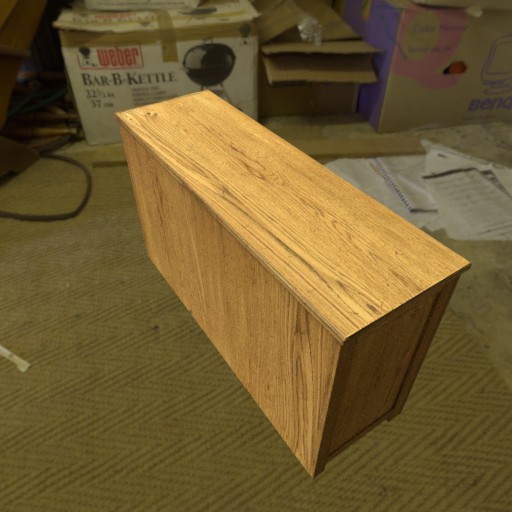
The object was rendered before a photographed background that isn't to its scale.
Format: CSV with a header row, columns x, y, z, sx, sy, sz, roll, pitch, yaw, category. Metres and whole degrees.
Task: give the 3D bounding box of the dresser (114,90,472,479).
x,y,z,sx,sy,sz,roll,pitch,yaw,category
0.000,0.000,2.088,0.563,0.932,1.657,-24,47,-25,dresser
